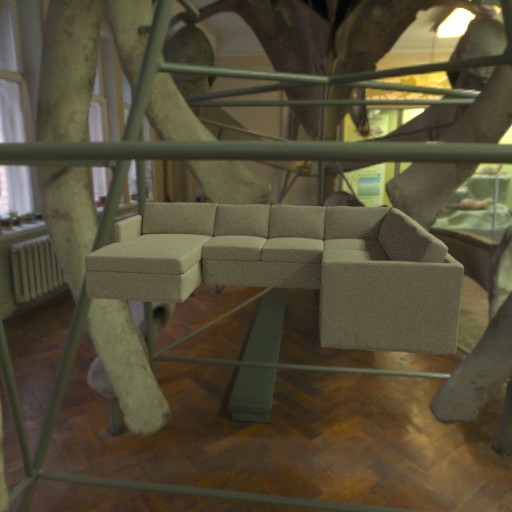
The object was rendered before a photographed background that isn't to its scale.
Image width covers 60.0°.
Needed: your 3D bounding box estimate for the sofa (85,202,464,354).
[{"bbox_3d":[0.000,0.000,4.697,3.528,0.878,2.476,2,13,9],"label":"sofa"}]
